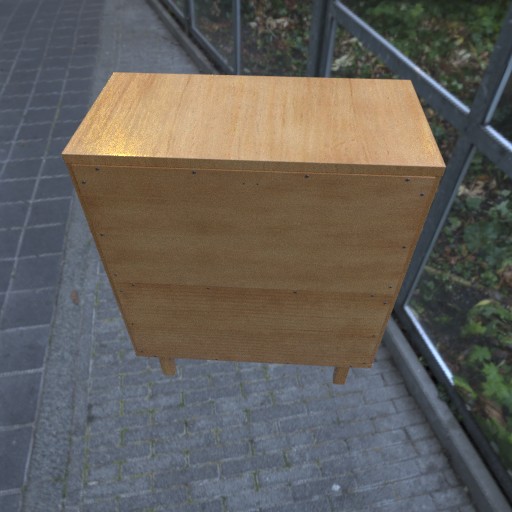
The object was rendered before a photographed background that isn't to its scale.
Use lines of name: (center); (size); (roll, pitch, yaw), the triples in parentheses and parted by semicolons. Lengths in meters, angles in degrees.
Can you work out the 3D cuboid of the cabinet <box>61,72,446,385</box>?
cabinet: (0.000, 0.000, 1.421); (0.800, 1.001, 0.419); (2, 46, 2)
